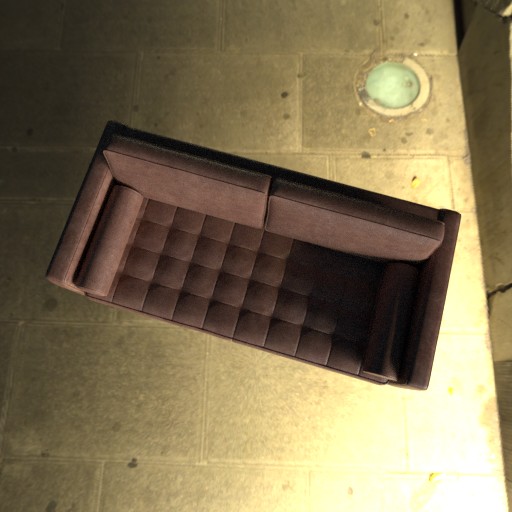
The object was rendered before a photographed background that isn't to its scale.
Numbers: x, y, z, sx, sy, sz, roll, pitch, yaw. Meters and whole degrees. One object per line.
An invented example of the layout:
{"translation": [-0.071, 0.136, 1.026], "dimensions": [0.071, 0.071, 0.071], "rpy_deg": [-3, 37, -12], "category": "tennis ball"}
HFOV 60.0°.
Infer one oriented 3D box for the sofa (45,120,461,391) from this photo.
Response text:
{"translation": [0.000, 0.000, 2.314], "dimensions": [1.870, 0.760, 0.910], "rpy_deg": [16, 77, 4], "category": "sofa"}
